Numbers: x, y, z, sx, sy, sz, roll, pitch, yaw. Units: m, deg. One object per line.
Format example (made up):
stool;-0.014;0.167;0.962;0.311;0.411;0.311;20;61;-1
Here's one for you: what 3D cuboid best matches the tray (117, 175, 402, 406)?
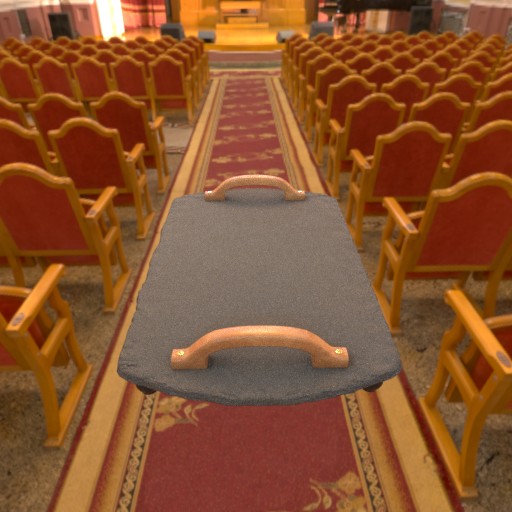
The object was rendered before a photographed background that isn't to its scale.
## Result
tray;0.000;0.000;0.479;0.231;0.062;0.387;0;32;-1
